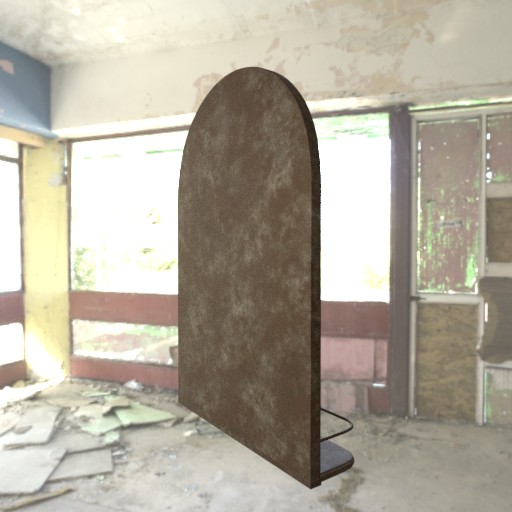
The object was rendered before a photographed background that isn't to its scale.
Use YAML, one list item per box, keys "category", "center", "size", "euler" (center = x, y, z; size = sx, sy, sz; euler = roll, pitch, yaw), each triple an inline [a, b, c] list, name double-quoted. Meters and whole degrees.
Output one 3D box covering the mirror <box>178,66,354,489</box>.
- category: "mirror"
  center: [0.000, 0.000, 0.979]
  size: [0.137, 0.770, 0.510]
  euler: [-1, 2, -35]
